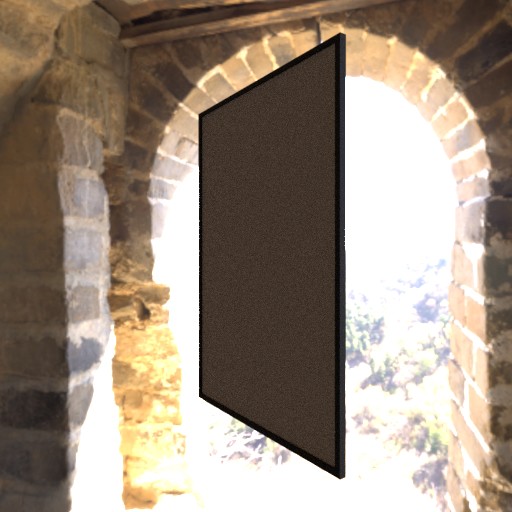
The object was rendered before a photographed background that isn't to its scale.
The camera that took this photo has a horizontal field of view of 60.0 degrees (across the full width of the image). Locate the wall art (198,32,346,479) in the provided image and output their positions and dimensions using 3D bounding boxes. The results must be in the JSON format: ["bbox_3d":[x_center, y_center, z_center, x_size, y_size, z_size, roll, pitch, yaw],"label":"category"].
[{"bbox_3d":[0.000,0.000,0.847,0.013,0.660,0.460,0,0,-34],"label":"wall art"}]
